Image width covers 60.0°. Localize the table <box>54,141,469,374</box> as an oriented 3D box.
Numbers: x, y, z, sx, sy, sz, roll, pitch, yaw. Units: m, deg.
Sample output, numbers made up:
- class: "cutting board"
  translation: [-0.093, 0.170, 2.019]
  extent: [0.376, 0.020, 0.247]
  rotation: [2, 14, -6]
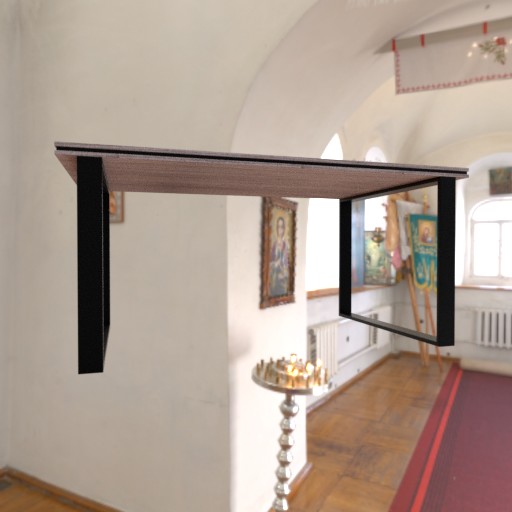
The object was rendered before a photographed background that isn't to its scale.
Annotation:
- class: "table"
  translation: [0.000, 0.000, 2.037]
  extent: [1.579, 0.736, 0.881]
  rotation: [0, 1, -17]
